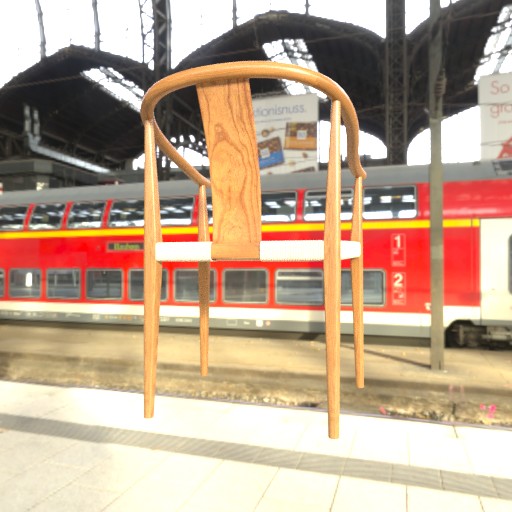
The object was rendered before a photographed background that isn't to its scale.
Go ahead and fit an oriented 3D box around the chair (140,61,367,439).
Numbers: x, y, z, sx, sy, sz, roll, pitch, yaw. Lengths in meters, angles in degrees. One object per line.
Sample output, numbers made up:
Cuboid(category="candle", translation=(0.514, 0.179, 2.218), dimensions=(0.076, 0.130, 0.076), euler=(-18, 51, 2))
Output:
Cuboid(category="chair", translation=(0.000, 0.000, 1.192), dimensions=(0.556, 0.800, 0.579), euler=(0, -1, 16))
